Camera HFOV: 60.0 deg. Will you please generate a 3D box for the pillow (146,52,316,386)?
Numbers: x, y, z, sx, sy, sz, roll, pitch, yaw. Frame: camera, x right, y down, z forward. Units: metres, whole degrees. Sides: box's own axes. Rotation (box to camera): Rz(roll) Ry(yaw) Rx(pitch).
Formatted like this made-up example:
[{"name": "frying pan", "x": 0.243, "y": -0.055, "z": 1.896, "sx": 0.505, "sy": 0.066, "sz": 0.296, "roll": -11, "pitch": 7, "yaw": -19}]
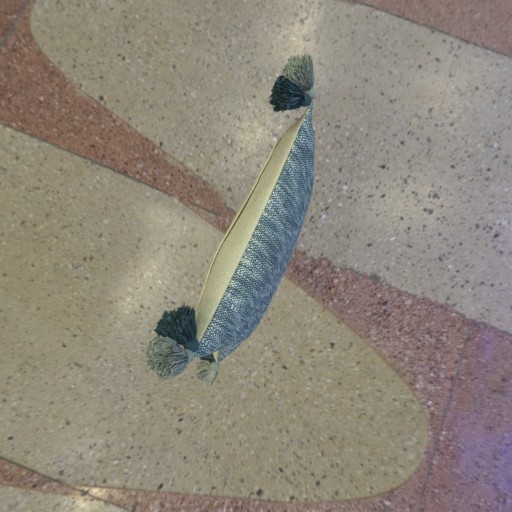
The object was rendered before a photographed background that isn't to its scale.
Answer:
[{"name": "pillow", "x": 0.000, "y": 0.000, "z": 0.944, "sx": 0.138, "sy": 0.634, "sz": 0.614, "roll": 23, "pitch": 77, "yaw": 6}]
